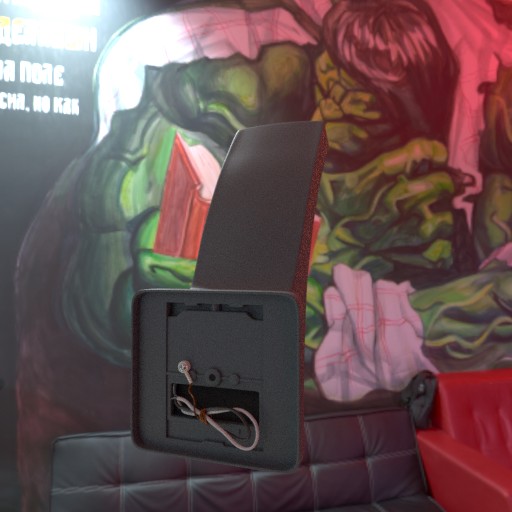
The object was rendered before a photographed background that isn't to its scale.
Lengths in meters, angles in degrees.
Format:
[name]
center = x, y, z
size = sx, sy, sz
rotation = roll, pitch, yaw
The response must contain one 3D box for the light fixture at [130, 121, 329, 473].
[light fixture]
center = 0.000, 0.000, 0.338
size = 0.108, 0.243, 0.174
rotation = 0, -1, 19
